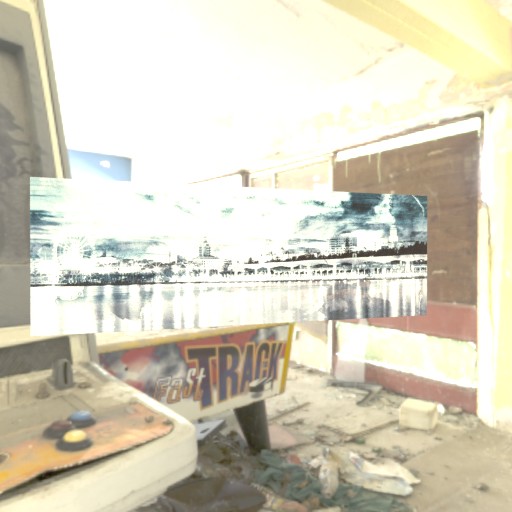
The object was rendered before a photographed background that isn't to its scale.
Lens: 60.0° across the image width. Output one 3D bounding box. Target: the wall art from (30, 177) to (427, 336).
[{"bbox_3d":[0.000,0.000,1.666,1.524,0.509,0.037,0,1,-18],"label":"wall art"}]
